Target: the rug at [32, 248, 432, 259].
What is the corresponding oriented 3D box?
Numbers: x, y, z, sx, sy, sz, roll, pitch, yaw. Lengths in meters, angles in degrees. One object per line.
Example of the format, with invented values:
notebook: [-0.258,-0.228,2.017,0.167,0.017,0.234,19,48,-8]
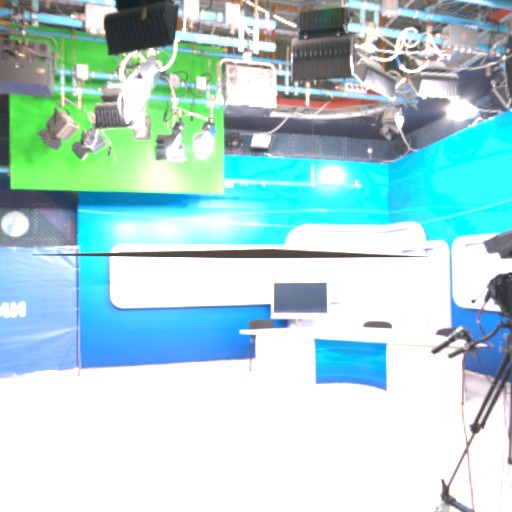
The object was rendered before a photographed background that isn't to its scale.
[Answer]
rug: [0.000,0.000,4.210,2.440,0.008,3.036,-1,-1,36]
